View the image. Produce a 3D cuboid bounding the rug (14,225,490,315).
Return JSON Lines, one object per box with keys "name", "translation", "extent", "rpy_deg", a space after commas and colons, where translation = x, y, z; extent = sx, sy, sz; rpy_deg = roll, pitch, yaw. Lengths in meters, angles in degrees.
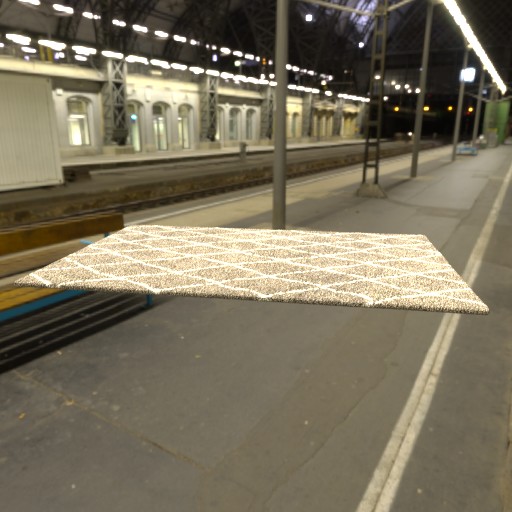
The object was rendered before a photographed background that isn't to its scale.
{"name": "rug", "translation": [0.000, 0.000, 2.946], "extent": [2.438, 0.030, 1.524], "rpy_deg": [3, 16, 9]}
